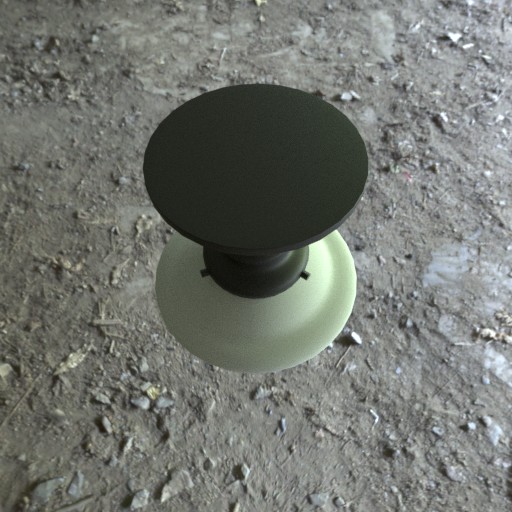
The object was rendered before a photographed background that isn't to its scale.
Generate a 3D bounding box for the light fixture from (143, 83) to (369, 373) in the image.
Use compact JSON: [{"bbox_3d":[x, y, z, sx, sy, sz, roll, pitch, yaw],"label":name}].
[{"bbox_3d":[0.000,0.000,0.405,0.197,0.254,0.197,0,58,0],"label":"light fixture"}]
